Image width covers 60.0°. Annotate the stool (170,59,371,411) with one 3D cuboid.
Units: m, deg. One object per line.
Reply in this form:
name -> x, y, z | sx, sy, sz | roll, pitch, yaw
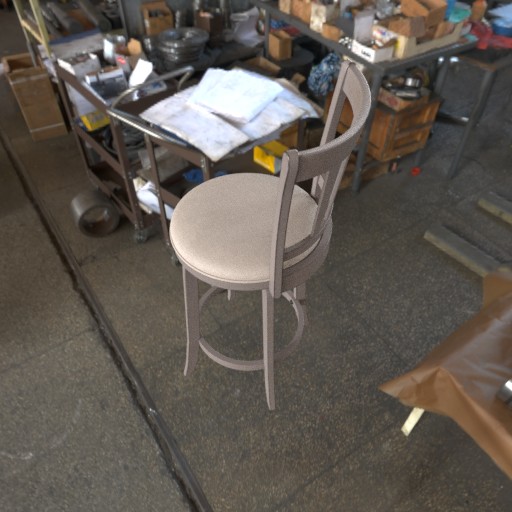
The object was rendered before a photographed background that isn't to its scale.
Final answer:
stool -> 0.000, 0.000, 1.294 | 0.475, 1.023, 0.436 | 17, 49, 15
